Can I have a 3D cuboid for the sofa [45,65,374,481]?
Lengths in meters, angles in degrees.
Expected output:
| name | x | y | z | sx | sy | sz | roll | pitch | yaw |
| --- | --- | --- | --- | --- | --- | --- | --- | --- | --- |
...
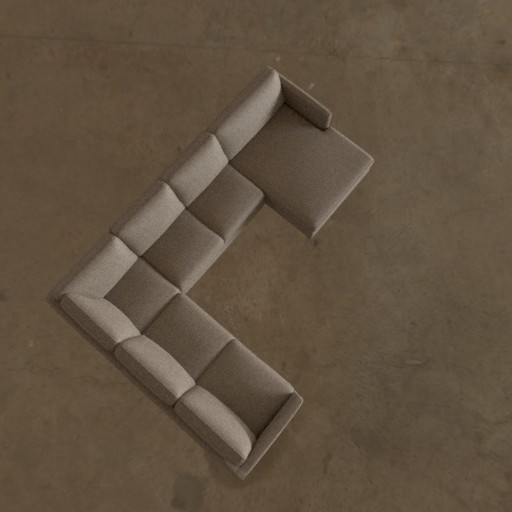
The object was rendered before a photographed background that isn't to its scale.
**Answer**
| name | x | y | z | sx | sy | sz | roll | pitch | yaw |
| --- | --- | --- | --- | --- | --- | --- | --- | --- | --- |
| sofa | 0.000 | 0.000 | 4.598 | 2.551 | 0.889 | 3.403 | 39 | 80 | 9 |
